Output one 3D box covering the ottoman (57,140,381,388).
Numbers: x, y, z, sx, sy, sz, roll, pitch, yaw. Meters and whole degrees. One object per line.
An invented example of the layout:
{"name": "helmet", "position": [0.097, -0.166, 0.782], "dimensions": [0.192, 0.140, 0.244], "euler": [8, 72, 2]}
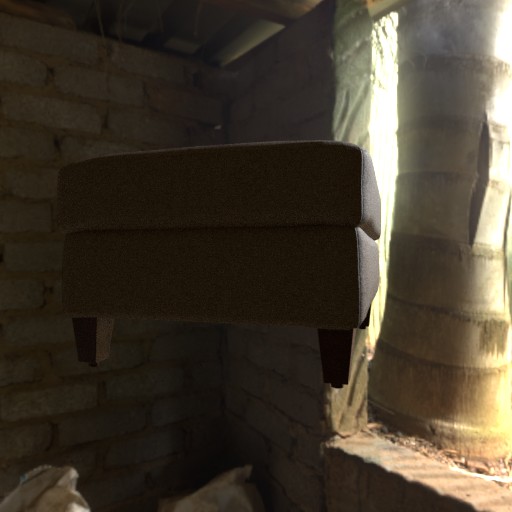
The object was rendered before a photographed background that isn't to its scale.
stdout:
{"name": "ottoman", "position": [0.000, 0.000, 1.293], "dimensions": [0.692, 0.511, 0.889], "euler": [0, 0, 17]}
